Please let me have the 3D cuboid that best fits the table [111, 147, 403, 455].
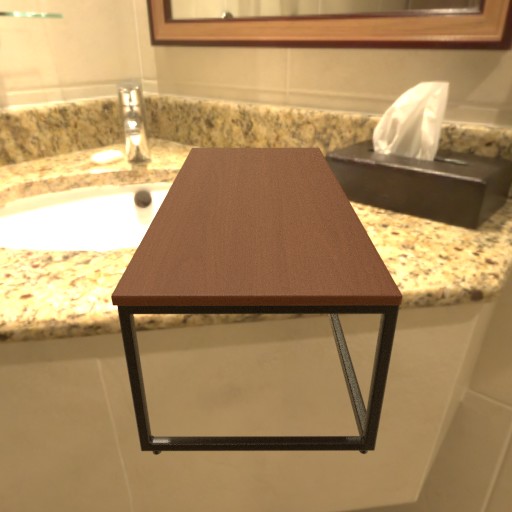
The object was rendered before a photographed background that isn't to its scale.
[{"bbox_3d":[0.000,0.000,1.338,0.500,0.400,1.100,0,27,0],"label":"table"}]
